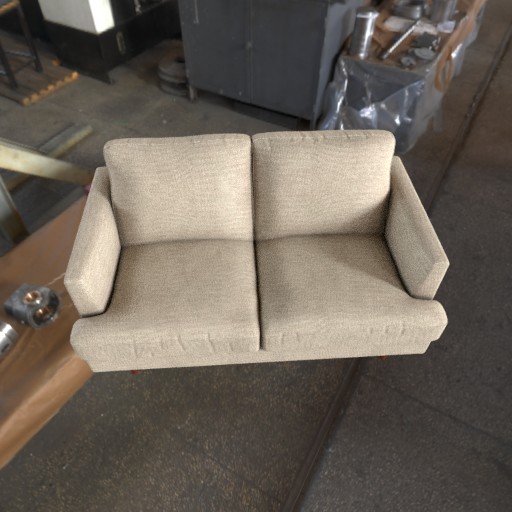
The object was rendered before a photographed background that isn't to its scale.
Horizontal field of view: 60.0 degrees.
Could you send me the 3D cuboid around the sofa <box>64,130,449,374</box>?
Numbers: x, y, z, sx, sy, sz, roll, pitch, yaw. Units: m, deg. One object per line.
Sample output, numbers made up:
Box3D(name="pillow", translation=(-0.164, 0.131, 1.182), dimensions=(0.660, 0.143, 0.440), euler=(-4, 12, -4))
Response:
Box3D(name="sofa", translation=(0.000, 0.000, 2.115), dimensions=(1.582, 0.944, 0.903), euler=(-3, 48, -2))
